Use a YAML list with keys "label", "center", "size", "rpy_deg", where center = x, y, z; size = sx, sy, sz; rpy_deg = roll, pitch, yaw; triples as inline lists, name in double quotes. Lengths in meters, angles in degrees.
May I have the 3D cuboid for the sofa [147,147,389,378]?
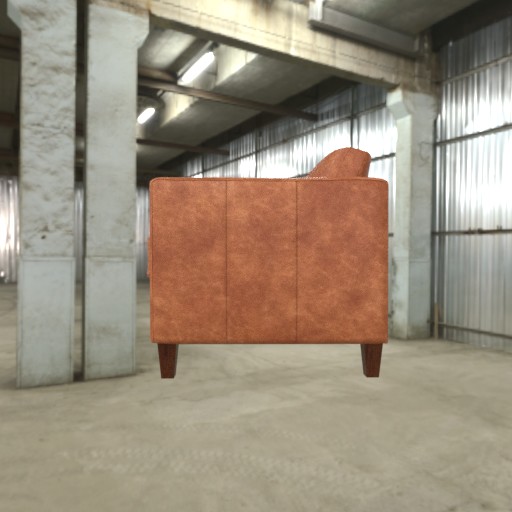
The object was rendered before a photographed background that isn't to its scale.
- label: "sofa"
  center: [0.000, 0.000, 2.996]
  size: [1.045, 1.006, 2.464]
  rpy_deg: [0, 0, -1]
